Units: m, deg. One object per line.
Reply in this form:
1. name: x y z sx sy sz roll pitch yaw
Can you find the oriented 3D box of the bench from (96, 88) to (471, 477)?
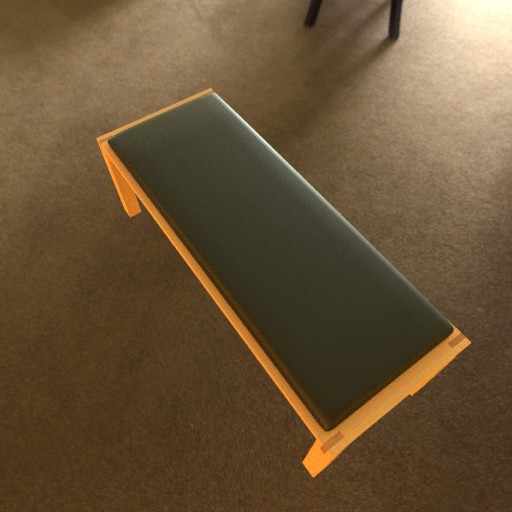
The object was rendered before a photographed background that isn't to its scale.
1. bench: 0.000 0.000 1.423 0.450 0.430 1.202 -31 63 -18
